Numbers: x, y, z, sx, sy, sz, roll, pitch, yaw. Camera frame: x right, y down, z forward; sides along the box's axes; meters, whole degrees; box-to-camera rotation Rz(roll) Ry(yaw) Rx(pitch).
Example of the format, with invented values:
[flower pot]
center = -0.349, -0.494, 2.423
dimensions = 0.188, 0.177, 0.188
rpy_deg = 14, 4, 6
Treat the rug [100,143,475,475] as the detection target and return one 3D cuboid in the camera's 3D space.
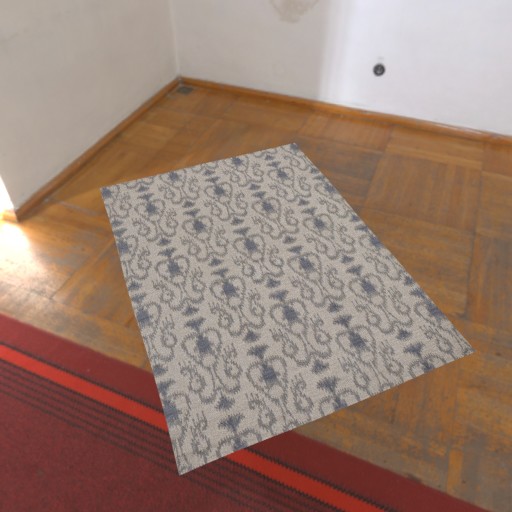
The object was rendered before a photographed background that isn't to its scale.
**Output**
[rug]
center = 0.000, 0.000, 2.922
dimensions = 1.676, 0.013, 2.261
rpy_deg = -17, 49, -15
